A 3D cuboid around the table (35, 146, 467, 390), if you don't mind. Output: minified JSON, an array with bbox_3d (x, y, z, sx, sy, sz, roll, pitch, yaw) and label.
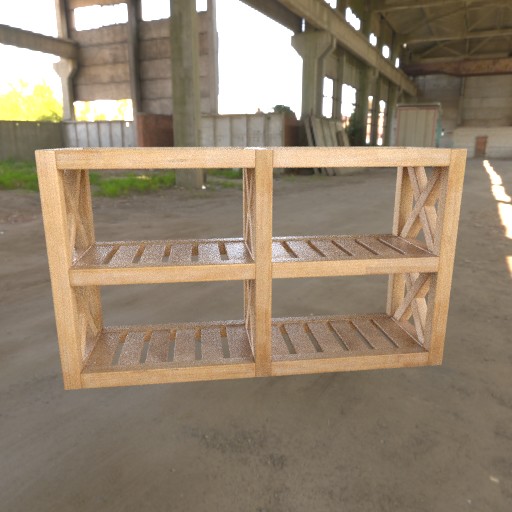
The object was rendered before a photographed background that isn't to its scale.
[{"bbox_3d":[0.000,0.000,1.610,1.320,0.762,0.381,-2,15,-7],"label":"table"}]
